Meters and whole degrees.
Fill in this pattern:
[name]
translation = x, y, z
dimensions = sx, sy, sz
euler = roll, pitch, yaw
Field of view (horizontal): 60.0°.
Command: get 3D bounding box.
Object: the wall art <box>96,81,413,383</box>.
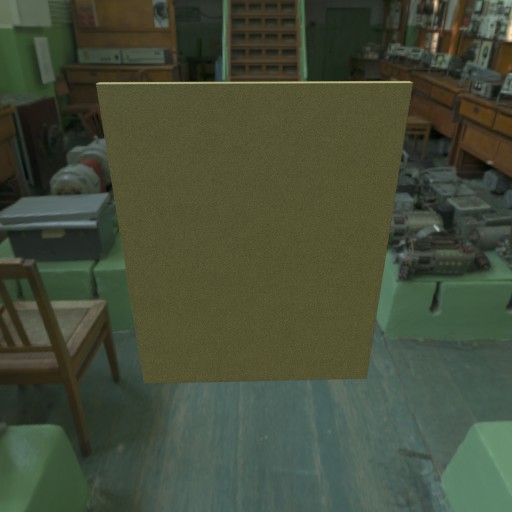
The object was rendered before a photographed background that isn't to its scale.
[wall art]
translation = 0.000, 0.000, 1.365
dimensions = 0.798, 1.002, 0.030
euler = -1, 28, -2
